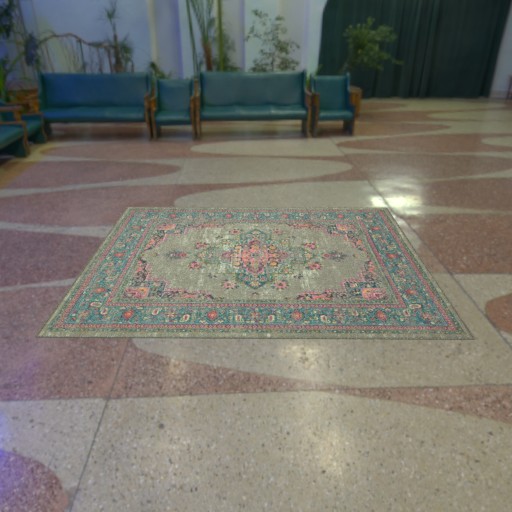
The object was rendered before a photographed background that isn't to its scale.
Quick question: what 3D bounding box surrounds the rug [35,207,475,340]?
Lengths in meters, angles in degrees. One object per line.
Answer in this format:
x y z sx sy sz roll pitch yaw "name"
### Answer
0.000 0.000 4.142 3.057 0.013 2.434 0 28 0 "rug"
